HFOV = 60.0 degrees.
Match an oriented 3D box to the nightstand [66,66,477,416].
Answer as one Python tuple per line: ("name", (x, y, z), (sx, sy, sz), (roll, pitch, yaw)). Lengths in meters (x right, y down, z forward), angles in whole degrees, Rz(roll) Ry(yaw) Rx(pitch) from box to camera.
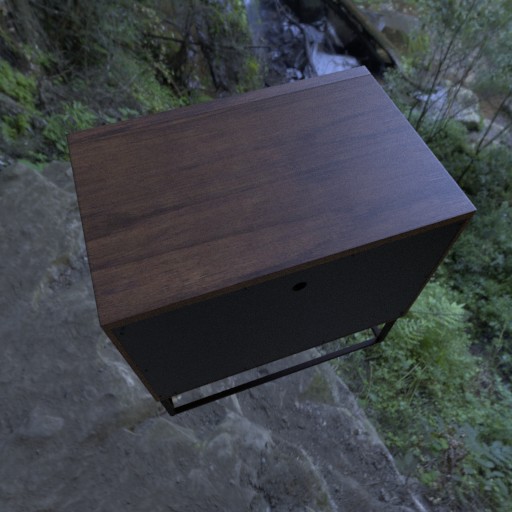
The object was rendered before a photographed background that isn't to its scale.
("nightstand", (0.000, 0.000, 1.031), (0.610, 0.610, 0.437), (-17, 59, -10))
